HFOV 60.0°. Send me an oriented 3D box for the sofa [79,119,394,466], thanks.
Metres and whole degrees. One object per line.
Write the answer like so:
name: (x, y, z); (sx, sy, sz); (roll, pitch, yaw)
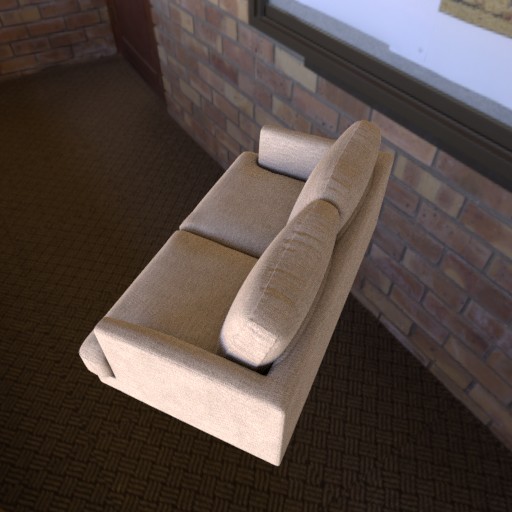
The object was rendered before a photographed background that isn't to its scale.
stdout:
sofa: (0.000, 0.000, 2.146); (0.903, 0.944, 1.582); (19, 50, 17)
